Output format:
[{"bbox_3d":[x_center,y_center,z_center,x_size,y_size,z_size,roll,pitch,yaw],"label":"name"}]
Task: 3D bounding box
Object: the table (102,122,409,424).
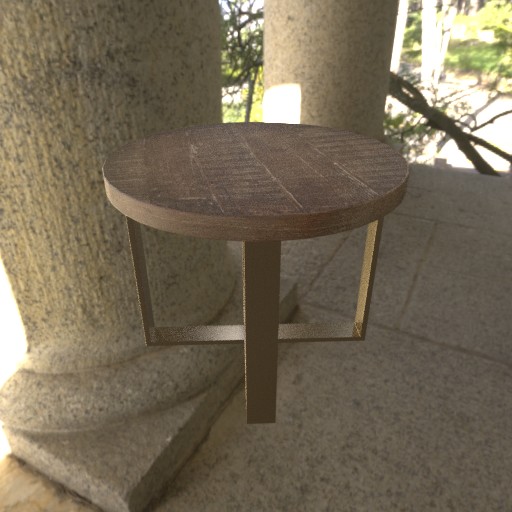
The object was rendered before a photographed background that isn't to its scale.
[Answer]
[{"bbox_3d":[0.000,0.000,0.948,0.557,0.437,0.557,0,30,0],"label":"table"}]
